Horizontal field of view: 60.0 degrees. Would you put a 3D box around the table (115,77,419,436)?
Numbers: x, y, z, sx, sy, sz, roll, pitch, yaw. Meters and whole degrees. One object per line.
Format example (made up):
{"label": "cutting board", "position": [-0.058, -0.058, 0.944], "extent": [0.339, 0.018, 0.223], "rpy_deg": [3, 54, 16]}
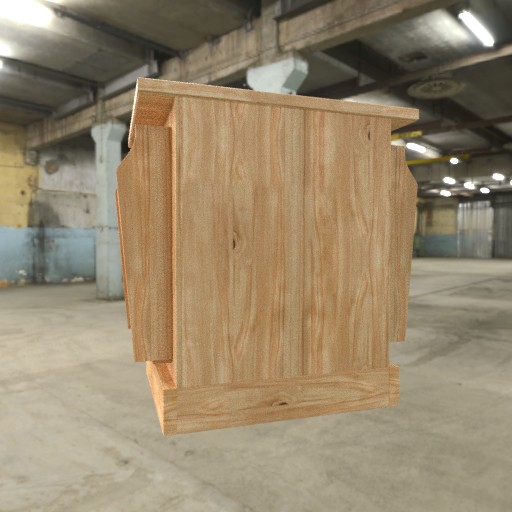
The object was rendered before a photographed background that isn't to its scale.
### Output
{"label": "table", "position": [0.000, 0.000, 0.879], "extent": [0.530, 0.515, 0.380], "rpy_deg": [0, 1, -18]}
